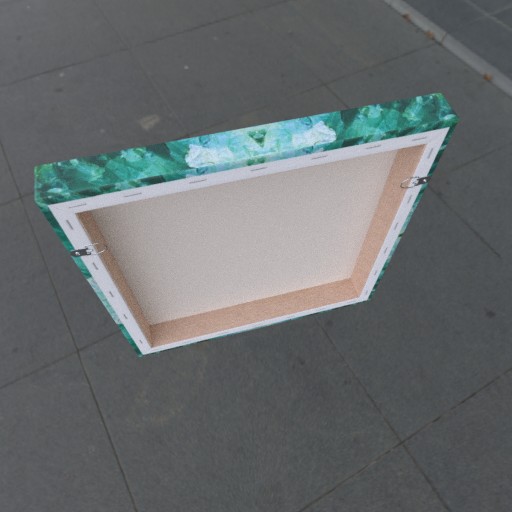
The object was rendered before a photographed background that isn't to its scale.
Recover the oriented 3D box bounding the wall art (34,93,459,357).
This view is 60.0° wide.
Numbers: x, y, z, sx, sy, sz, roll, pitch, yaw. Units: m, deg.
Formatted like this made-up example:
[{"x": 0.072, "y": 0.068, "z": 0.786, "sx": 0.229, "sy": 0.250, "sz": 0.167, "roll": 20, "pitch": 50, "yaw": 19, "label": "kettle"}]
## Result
[{"x": 0.000, "y": 0.000, "z": 0.454, "sx": 0.313, "sy": 0.313, "sz": 0.033, "roll": -13, "pitch": 59, "yaw": -8, "label": "wall art"}]
